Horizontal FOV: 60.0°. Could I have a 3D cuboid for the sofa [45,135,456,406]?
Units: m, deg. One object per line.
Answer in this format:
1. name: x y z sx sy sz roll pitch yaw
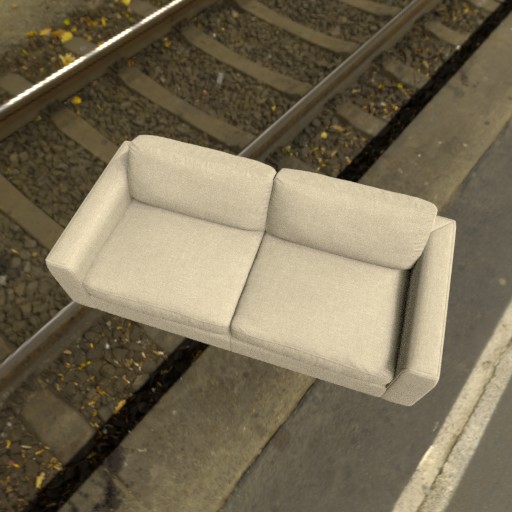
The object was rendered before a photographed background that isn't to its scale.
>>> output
1. sofa: 0.000 0.000 2.738 2.262 0.801 1.070 15 60 9
